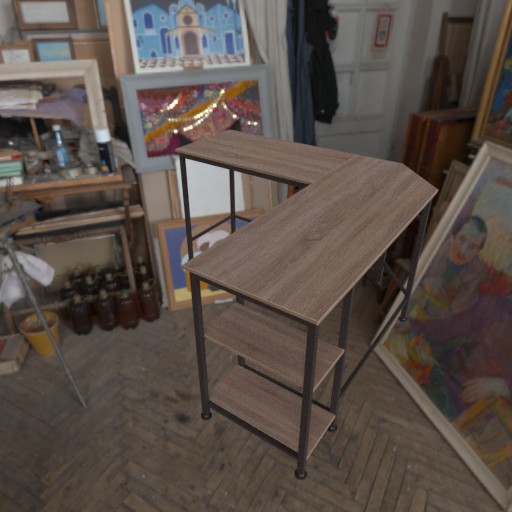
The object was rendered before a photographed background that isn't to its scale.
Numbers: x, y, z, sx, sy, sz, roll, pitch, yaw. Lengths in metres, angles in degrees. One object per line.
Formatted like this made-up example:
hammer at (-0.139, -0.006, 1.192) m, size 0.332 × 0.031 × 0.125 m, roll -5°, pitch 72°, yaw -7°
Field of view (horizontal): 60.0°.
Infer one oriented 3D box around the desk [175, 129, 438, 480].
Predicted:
desk at (0.000, 0.000, 2.209) m, size 1.379 × 0.739 × 1.379 m, roll 20°, pitch 36°, yaw 30°
